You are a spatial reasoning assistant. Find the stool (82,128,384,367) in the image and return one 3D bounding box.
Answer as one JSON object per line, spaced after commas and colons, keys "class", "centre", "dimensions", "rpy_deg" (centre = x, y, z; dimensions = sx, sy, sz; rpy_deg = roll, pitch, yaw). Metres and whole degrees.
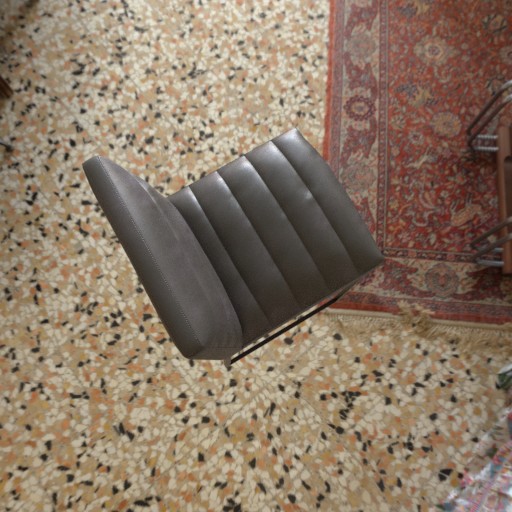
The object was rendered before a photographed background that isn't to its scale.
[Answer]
{"class": "stool", "centre": [0.000, 0.000, 1.355], "dimensions": [0.562, 1.065, 0.463], "rpy_deg": [-30, 77, -8]}
